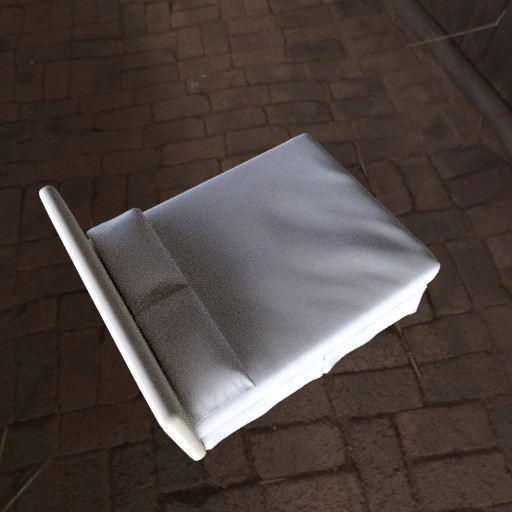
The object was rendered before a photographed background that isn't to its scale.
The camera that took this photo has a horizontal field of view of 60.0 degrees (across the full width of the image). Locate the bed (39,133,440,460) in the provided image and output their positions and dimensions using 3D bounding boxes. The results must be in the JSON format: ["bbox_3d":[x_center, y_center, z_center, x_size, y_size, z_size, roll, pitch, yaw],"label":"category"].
[{"bbox_3d":[0.000,0.000,3.182,2.147,1.330,1.714,-30,63,-17],"label":"bed"}]
